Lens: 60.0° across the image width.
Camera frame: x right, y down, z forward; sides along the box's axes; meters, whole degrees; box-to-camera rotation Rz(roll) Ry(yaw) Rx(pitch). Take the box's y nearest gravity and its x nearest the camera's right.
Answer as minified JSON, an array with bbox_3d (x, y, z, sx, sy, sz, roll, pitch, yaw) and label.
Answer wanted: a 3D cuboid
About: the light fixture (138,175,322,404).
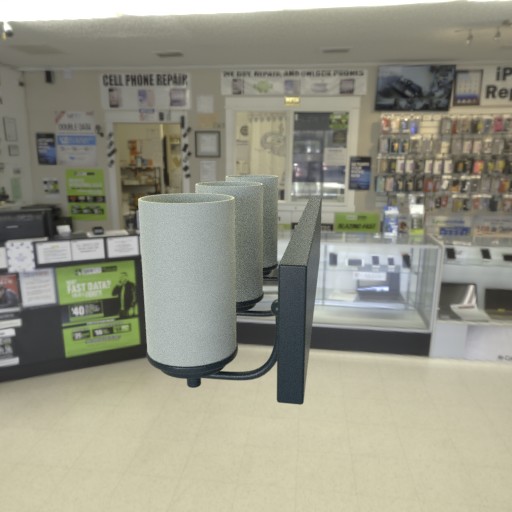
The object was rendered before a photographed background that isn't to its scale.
[{"bbox_3d":[0.000,0.000,0.536,0.145,0.172,0.451,2,14,9],"label":"light fixture"}]
